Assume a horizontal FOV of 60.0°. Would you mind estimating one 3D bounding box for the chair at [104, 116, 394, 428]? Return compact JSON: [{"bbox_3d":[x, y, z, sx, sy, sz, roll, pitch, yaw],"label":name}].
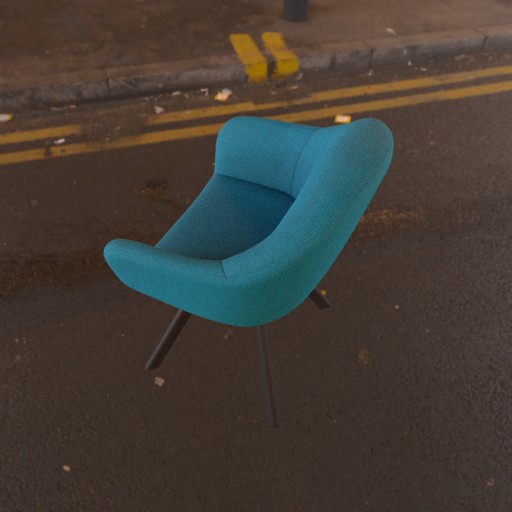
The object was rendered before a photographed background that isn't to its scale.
[{"bbox_3d":[0.000,0.000,1.177,0.550,0.795,0.590,18,49,17],"label":"chair"}]
